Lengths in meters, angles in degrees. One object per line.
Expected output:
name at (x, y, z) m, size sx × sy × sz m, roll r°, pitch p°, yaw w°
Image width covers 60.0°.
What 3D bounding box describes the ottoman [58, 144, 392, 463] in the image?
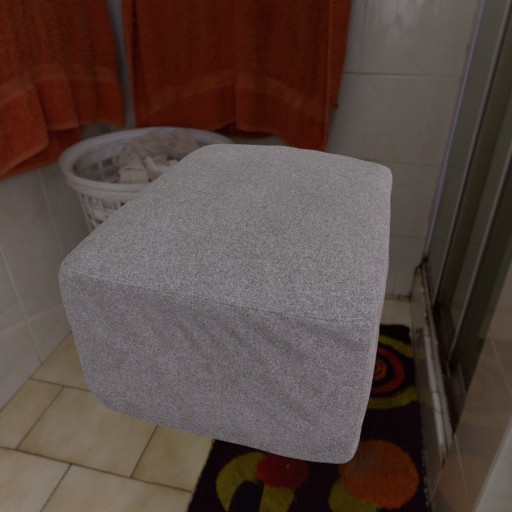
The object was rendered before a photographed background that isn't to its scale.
ottoman at (0.000, 0.000, 1.228) m, size 0.683 × 0.481 × 0.837 m, roll 8°, pitch 33°, yaw 13°
